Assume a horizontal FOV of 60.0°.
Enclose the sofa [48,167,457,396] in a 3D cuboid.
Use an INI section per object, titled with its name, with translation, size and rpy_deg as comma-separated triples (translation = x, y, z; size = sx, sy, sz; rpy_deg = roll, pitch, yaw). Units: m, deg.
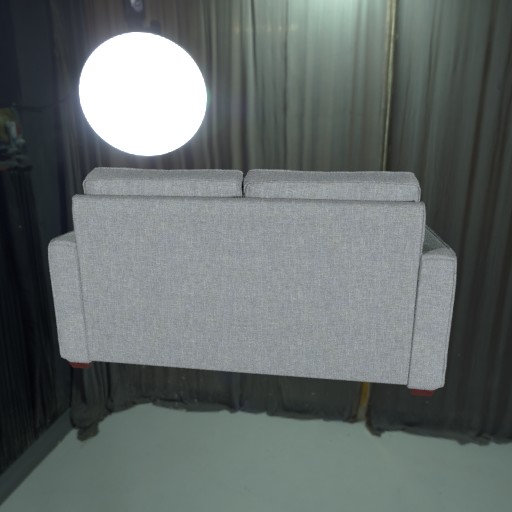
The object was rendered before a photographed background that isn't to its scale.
[sofa]
translation = 0.000, 0.000, 2.247
size = 1.706, 0.915, 0.945
rpy_deg = 2, 16, 8
